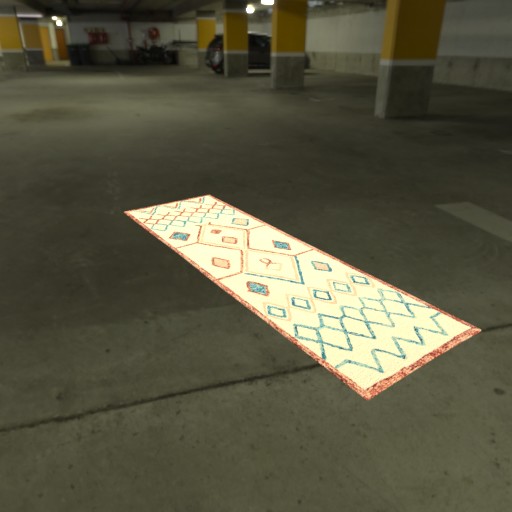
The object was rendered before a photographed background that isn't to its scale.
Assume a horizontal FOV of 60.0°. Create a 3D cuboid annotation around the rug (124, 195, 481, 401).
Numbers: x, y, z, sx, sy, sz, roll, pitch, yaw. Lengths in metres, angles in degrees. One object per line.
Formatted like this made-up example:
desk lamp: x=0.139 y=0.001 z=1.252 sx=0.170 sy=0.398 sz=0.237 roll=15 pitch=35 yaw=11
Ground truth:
rug: x=0.000 y=0.000 z=2.684 sx=0.750 sy=0.011 sz=2.435 roll=-17 pitch=30 yaw=-32
